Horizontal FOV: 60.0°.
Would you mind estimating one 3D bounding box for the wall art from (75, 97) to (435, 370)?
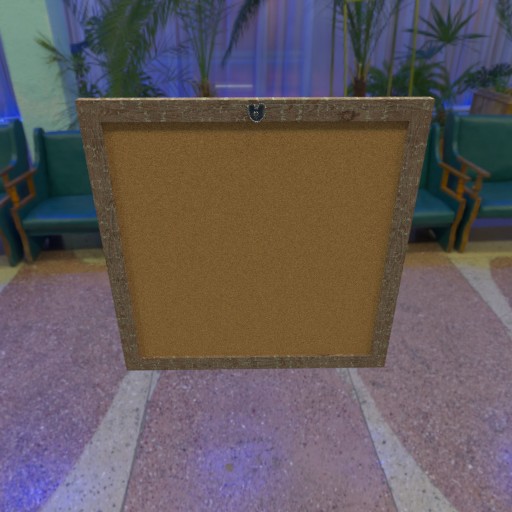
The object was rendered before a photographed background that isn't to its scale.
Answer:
[{"bbox_3d":[0.000,0.000,0.562,0.380,0.380,0.022,0,29,-1],"label":"wall art"}]
